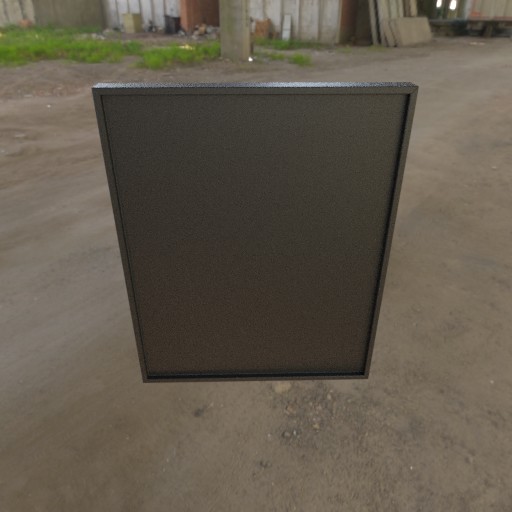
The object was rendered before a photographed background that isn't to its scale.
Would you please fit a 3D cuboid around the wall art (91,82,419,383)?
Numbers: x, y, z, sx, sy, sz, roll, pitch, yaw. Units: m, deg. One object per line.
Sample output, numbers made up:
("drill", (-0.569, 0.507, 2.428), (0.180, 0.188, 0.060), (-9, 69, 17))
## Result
("wall art", (0.000, 0.000, 0.761), (0.449, 0.555, 0.039), (-1, 30, -1))
